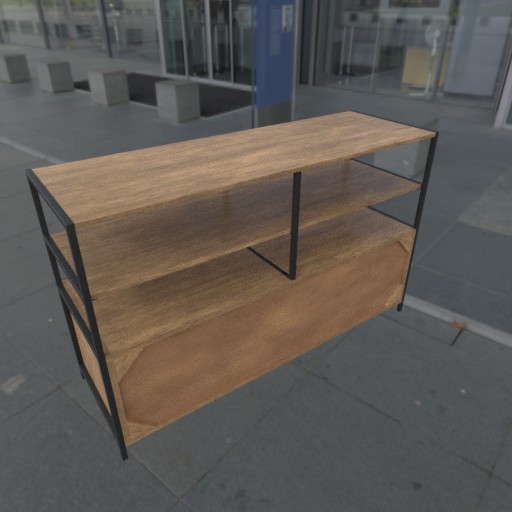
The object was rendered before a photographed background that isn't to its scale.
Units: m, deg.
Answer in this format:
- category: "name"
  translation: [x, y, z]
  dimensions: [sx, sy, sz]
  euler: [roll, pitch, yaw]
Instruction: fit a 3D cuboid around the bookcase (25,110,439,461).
- category: "bookcase"
  translation: [0.000, 0.000, 1.437]
  dimensions: [1.149, 0.712, 0.391]
  euler: [-20, 36, -30]
